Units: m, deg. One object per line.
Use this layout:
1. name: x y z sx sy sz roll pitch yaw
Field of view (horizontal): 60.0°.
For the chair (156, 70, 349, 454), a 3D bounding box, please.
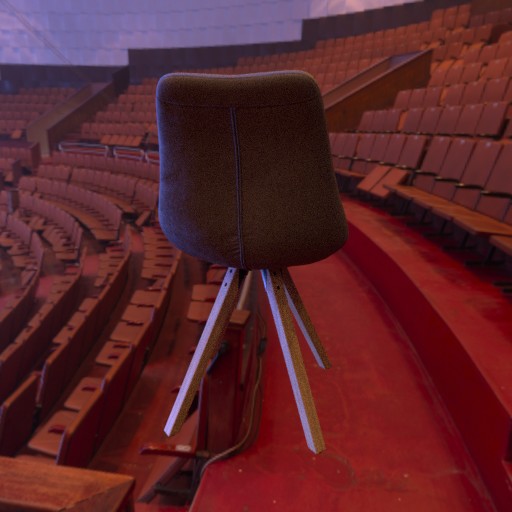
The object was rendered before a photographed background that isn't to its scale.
1. chair: 0.000 0.000 1.197 0.483 0.865 0.547 3 16 10
